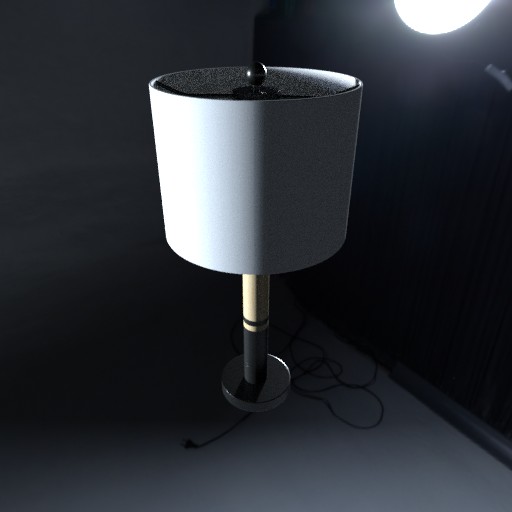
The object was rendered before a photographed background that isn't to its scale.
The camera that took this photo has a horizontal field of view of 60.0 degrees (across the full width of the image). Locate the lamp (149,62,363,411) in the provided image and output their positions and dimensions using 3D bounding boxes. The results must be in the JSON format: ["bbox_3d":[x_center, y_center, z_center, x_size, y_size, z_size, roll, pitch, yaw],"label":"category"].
[{"bbox_3d":[0.000,0.000,0.793,0.305,0.640,0.305,-21,36,-31],"label":"lamp"}]
